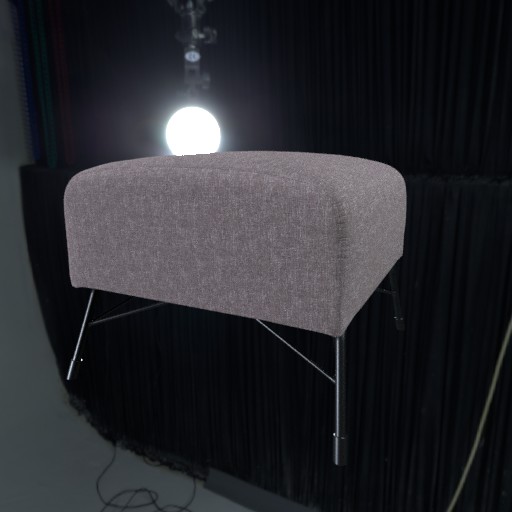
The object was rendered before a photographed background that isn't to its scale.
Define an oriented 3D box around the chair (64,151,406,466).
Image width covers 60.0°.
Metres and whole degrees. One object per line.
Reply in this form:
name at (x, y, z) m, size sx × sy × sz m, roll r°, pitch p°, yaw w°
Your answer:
chair at (0.000, 0.000, 0.890) m, size 0.530 × 0.410 × 0.530 m, roll 7°, pitch 15°, yaw 26°
